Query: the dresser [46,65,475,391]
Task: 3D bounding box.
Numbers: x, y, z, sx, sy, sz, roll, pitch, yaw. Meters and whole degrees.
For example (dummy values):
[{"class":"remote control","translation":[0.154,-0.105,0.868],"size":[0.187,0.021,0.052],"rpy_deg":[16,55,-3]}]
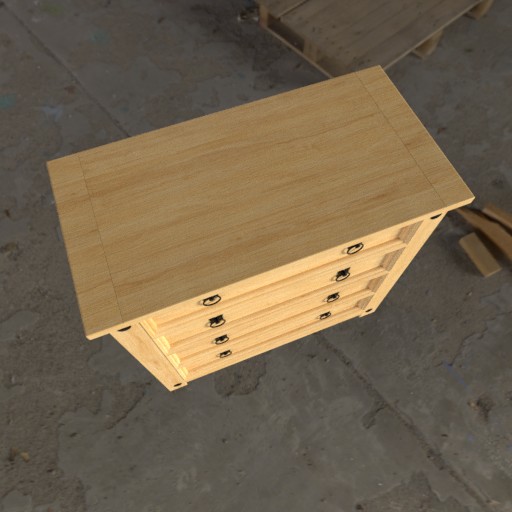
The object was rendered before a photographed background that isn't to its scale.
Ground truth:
[{"class":"dresser","translation":[0.000,0.000,1.251],"size":[0.800,0.730,0.410],"rpy_deg":[-19,66,-9]}]
